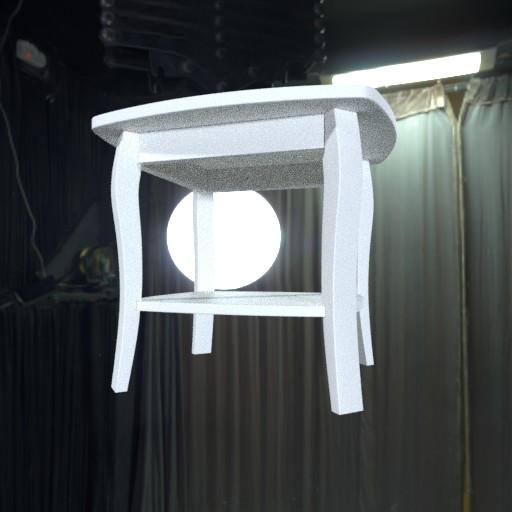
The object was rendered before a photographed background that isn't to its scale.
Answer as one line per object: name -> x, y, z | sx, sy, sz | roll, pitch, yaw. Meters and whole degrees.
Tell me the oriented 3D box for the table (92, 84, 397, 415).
table -> 0.000, 0.000, 0.823 | 0.502, 0.438, 0.451 | 0, -2, 18
